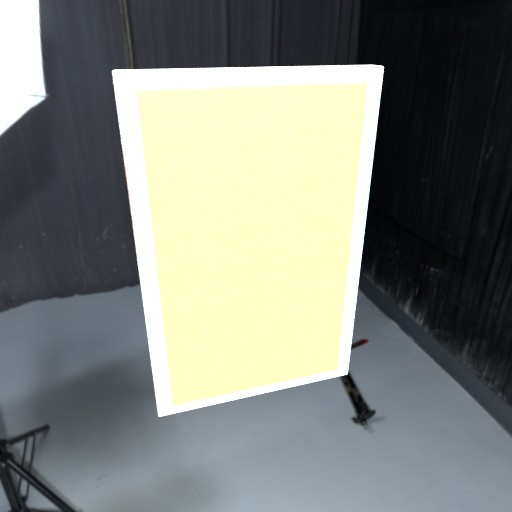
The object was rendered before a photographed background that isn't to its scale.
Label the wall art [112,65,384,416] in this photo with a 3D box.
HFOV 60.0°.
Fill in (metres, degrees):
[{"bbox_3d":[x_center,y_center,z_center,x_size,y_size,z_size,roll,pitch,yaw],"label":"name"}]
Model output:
[{"bbox_3d":[0.000,0.000,0.778,0.401,0.610,0.038,-8,27,-15],"label":"wall art"}]
